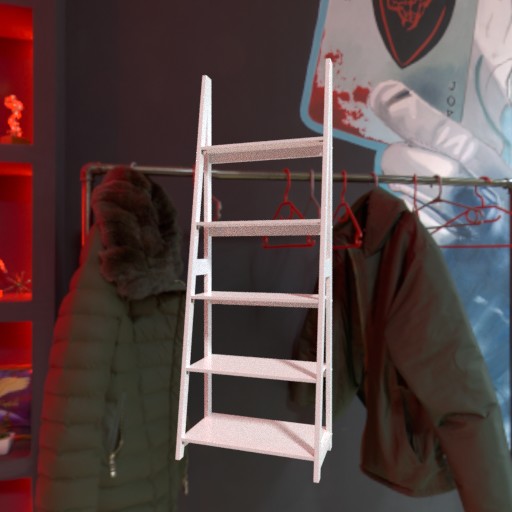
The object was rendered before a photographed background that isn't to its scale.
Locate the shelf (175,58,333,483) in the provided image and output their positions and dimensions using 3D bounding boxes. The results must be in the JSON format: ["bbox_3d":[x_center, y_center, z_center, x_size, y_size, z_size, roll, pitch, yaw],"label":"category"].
[{"bbox_3d":[0.000,0.000,1.995,0.636,1.779,0.341,0,0,18],"label":"shelf"}]
